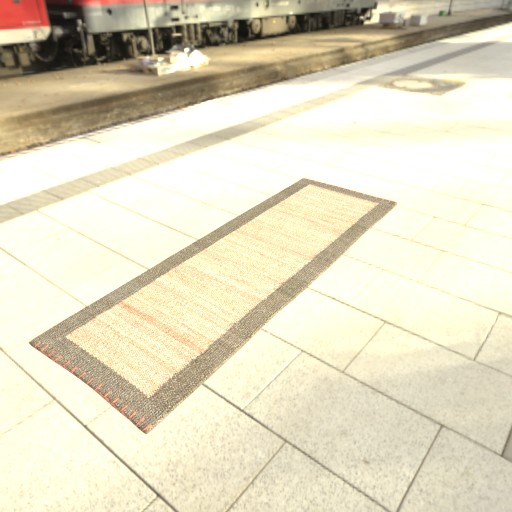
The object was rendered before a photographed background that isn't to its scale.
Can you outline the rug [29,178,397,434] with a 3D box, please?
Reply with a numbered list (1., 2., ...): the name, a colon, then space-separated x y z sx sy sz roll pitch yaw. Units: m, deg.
1. rug: 0.000 0.000 2.621 0.810 0.016 2.413 22 38 30
